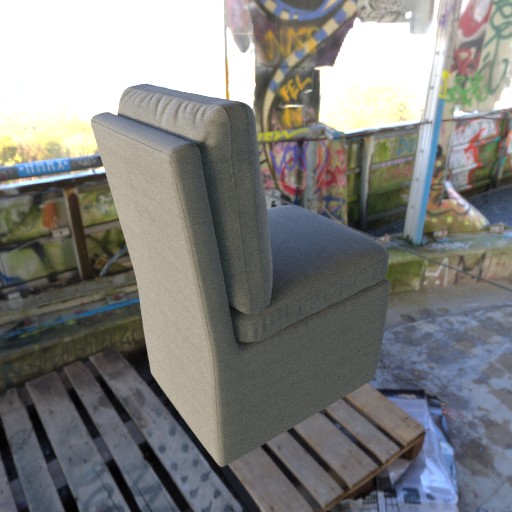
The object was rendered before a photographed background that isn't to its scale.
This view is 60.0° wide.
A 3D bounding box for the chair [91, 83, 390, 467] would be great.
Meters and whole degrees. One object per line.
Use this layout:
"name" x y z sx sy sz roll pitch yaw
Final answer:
"chair" 0.000 0.000 1.289 0.698 0.927 0.503 -17 31 -31
